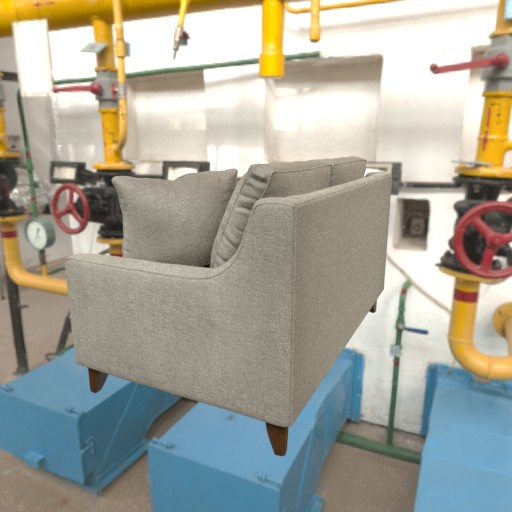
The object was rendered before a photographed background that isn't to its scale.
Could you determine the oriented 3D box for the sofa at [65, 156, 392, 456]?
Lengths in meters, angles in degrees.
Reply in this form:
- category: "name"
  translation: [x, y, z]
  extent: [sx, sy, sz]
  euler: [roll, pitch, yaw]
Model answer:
- category: "sofa"
  translation: [0.000, 0.000, 1.996]
  extent: [0.915, 0.863, 1.422]
  euler: [7, 16, 25]
